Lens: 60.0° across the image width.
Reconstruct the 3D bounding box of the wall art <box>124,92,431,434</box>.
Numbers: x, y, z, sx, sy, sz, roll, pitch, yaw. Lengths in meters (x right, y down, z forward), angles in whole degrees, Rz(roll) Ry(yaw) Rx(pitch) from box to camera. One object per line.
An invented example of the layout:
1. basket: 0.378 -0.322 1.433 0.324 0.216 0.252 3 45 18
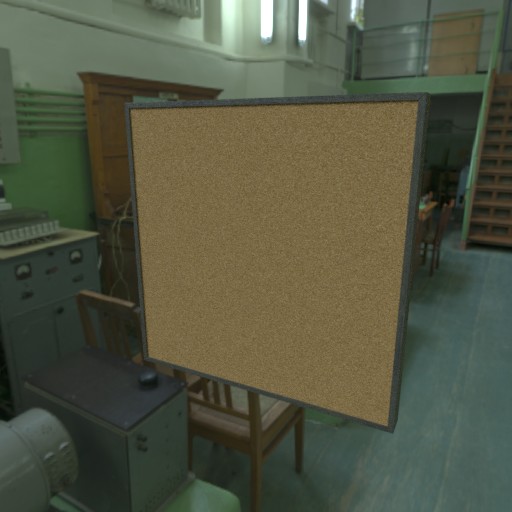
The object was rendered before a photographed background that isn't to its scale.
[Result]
1. wall art: 0.000 0.000 0.758 0.507 0.507 0.037 8 18 26
